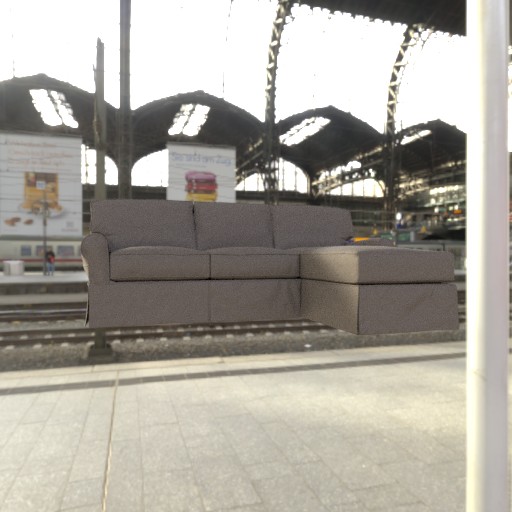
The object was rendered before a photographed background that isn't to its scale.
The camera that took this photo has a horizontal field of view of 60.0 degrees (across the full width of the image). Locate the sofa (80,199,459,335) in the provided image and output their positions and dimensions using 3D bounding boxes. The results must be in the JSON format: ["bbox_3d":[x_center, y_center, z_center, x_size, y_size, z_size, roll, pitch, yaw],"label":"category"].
[{"bbox_3d":[0.000,0.000,3.342,2.475,0.978,1.733,0,0,-18],"label":"sofa"}]
